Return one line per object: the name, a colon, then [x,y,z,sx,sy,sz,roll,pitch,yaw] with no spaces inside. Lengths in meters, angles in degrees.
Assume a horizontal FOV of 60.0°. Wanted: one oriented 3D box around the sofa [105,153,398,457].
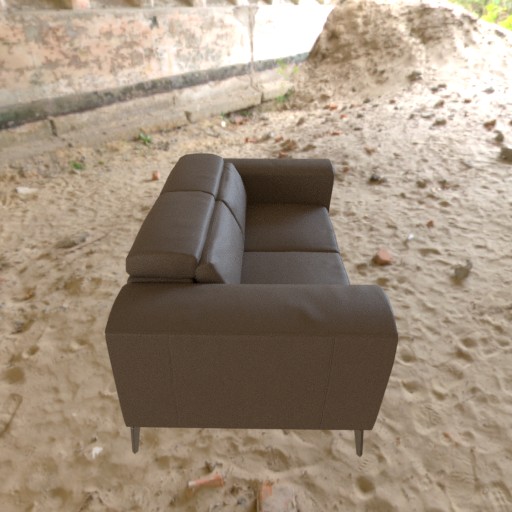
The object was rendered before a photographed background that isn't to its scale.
sofa: [0.000,0.000,2.379,1.003,0.779,1.895,0,30,1]
